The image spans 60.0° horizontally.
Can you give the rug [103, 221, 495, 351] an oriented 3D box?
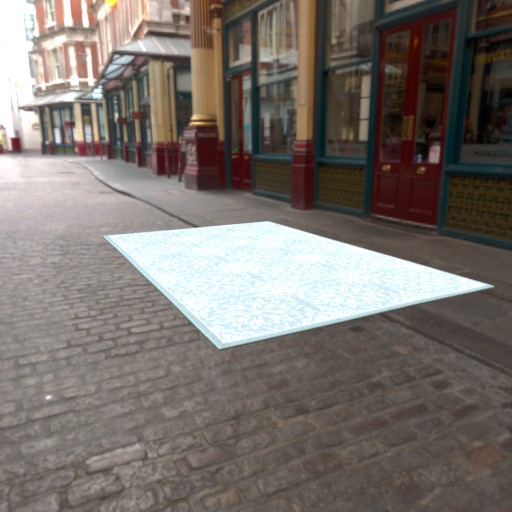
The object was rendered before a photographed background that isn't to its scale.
[{"bbox_3d":[0.000,0.000,2.306,1.219,0.012,1.840,-7,16,-27],"label":"rug"}]
